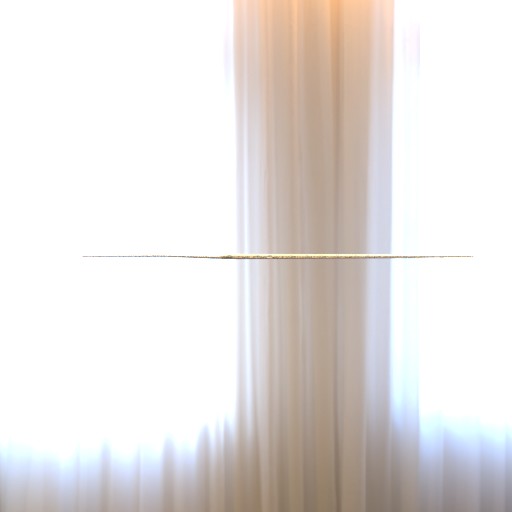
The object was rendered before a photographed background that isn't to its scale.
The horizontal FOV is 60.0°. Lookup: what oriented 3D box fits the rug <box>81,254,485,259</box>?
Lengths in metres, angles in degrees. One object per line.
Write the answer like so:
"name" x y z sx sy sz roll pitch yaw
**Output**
"rug" 0.000 0.000 4.882 2.892 0.036 3.585 0 0 -35
